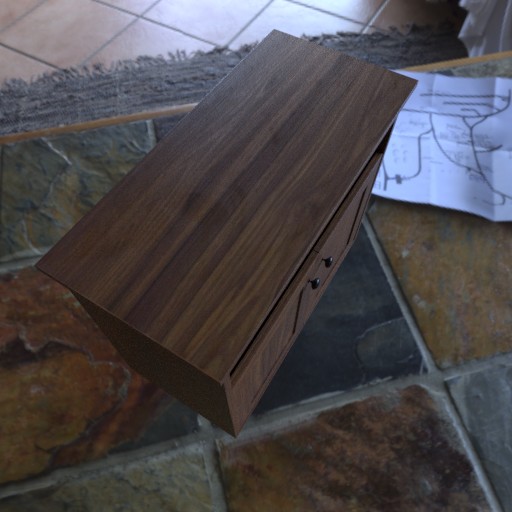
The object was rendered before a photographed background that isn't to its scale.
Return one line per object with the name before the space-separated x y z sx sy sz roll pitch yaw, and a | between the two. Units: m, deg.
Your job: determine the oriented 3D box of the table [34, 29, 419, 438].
table | 0.000 0.000 1.184 0.390 0.725 0.802 28 63 16
